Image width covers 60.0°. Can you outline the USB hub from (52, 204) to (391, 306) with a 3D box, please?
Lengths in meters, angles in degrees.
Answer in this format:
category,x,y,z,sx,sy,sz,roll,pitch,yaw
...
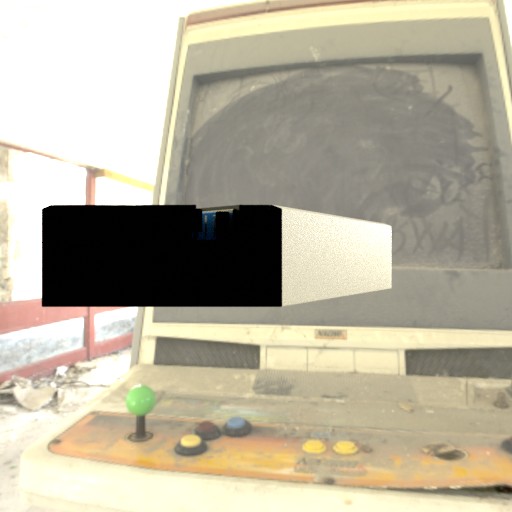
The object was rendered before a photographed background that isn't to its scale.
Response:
category,x,y,z,sx,sy,sz,roll,pitch,yaw
USB hub,0.000,0.000,0.129,0.044,0.023,0.110,0,0,36
